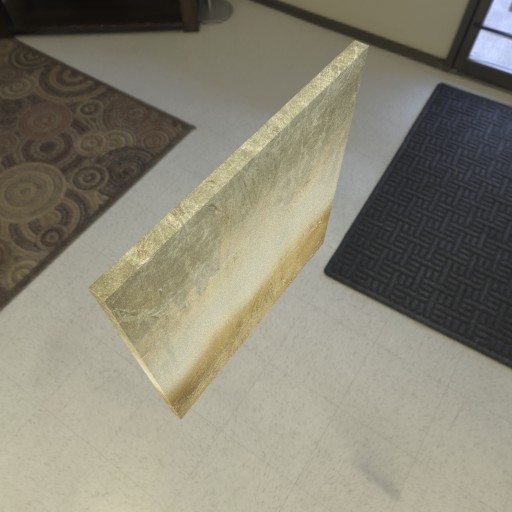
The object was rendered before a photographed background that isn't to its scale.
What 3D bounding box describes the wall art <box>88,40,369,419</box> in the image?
[{"bbox_3d":[0.000,0.000,1.602,0.051,1.091,1.092,32,63,19],"label":"wall art"}]
